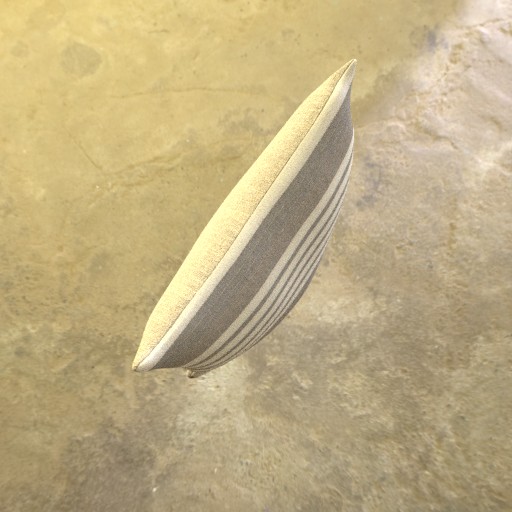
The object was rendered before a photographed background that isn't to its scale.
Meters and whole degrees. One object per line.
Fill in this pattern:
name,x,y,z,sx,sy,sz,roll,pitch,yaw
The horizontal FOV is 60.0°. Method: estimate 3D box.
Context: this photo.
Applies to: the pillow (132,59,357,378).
pillow,0.000,0.000,0.677,0.182,0.440,0.439,32,77,8
